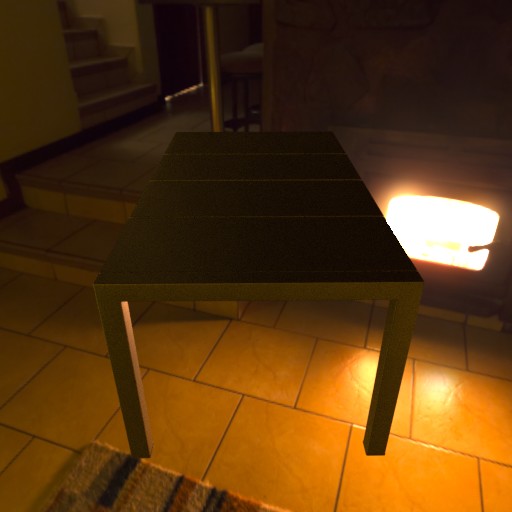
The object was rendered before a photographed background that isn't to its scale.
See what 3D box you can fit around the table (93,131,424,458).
[{"bbox_3d":[0.000,0.000,1.274,0.559,0.460,0.965,0,30,-1],"label":"table"}]
